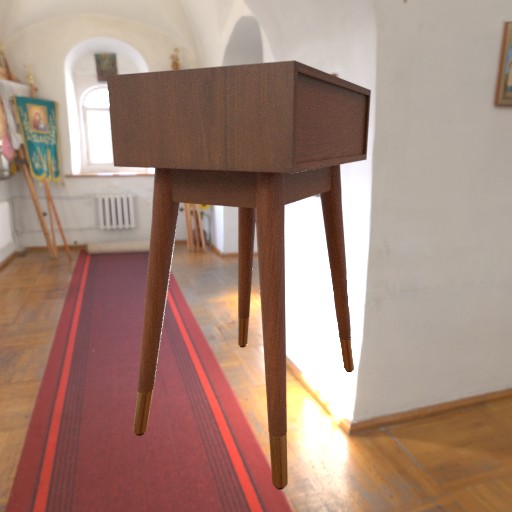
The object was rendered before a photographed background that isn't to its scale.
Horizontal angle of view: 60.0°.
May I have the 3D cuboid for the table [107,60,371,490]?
[{"bbox_3d":[0.000,0.000,0.822,0.300,0.599,0.406,8,17,26],"label":"table"}]
